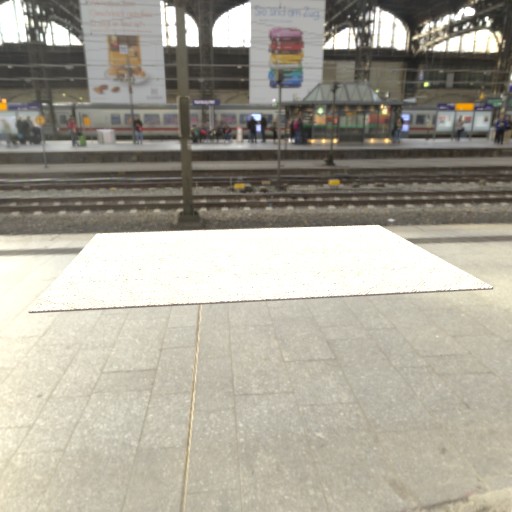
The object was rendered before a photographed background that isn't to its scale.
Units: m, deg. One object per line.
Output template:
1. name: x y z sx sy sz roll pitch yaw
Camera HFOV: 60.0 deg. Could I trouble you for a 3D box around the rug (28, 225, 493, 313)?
1. rug: 0.000 0.000 2.234 1.783 0.008 1.175 -2 17 -7
